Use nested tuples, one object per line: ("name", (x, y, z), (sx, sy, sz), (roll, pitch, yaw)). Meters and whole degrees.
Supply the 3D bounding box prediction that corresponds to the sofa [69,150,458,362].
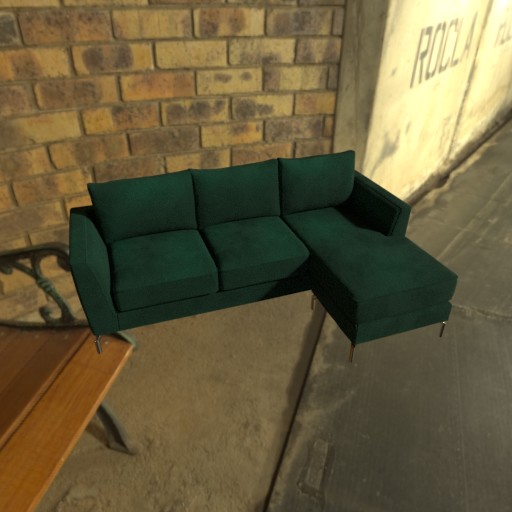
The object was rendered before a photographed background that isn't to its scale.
("sofa", (0.000, 0.000, 3.190), (2.441, 1.007, 1.489), (-10, 33, -17))
